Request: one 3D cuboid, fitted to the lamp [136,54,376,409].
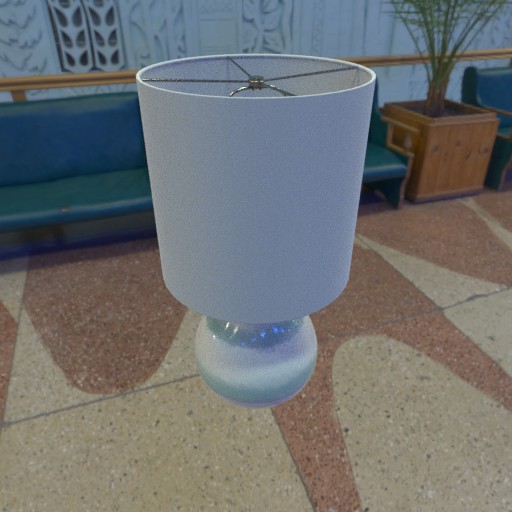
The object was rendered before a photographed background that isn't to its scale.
[{"bbox_3d":[0.000,0.000,0.517,0.217,0.404,0.217,-10,33,-15],"label":"lamp"}]
